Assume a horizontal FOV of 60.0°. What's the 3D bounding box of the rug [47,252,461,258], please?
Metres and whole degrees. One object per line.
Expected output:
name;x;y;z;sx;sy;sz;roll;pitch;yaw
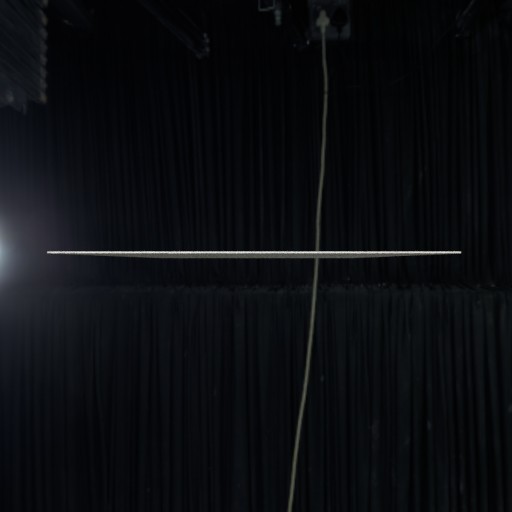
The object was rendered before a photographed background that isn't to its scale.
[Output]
rug;0.000;0.000;3.885;2.313;0.009;2.939;0;-1;1
